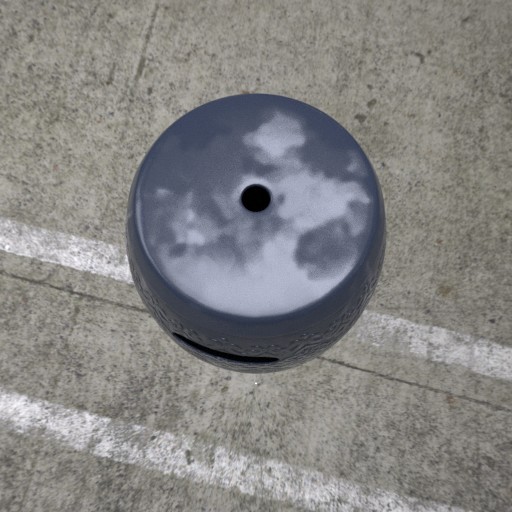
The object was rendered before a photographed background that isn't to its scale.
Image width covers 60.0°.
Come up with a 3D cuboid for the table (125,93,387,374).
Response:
[{"bbox_3d":[0.000,0.000,0.602,0.309,0.397,0.309,0,74,0],"label":"table"}]
